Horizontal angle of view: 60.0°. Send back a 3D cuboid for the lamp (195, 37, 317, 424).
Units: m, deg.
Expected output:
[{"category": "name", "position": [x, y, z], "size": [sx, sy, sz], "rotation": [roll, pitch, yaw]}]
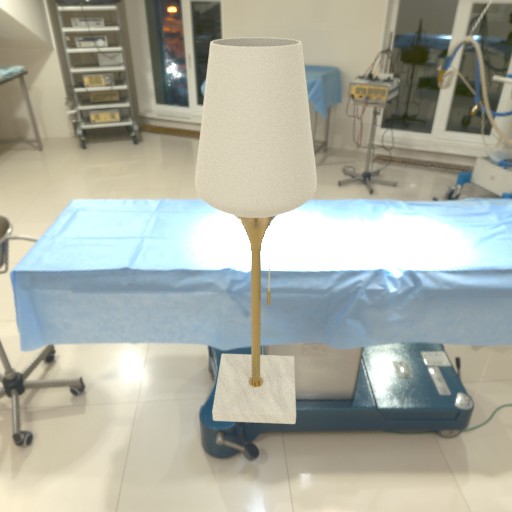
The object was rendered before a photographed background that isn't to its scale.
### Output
[{"category": "lamp", "position": [0.000, 0.000, 0.730], "size": [0.181, 0.639, 0.181], "rotation": [1, 31, 2]}]
